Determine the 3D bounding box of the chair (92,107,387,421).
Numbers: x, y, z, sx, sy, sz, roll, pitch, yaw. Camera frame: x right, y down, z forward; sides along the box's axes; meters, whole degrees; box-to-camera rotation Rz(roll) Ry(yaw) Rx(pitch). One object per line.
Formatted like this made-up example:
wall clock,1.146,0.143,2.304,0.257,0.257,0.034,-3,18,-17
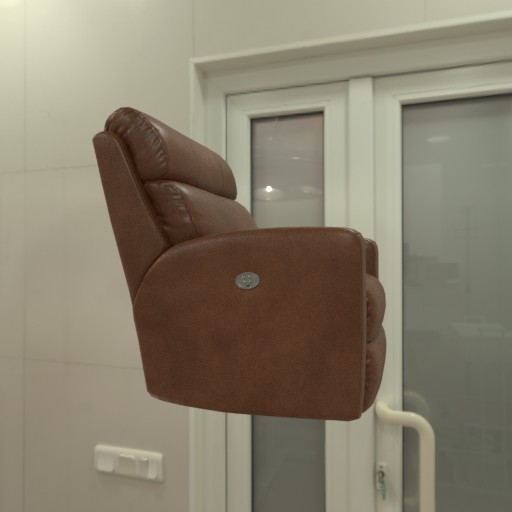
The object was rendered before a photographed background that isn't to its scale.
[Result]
chair,0.000,0.000,1.676,0.939,1.016,0.787,0,0,18
